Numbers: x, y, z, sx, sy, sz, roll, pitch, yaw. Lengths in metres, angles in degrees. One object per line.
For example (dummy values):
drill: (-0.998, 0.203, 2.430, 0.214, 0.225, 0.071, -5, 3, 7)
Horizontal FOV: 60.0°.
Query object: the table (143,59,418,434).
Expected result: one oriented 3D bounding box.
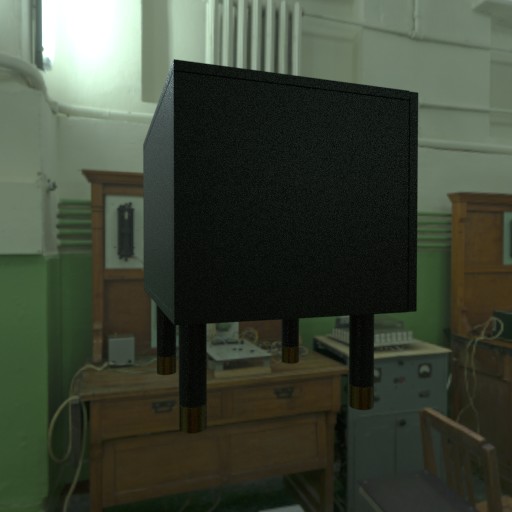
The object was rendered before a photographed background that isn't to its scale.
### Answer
table: (0.000, 0.000, 0.984, 0.441, 0.584, 0.564, 0, 1, -19)
